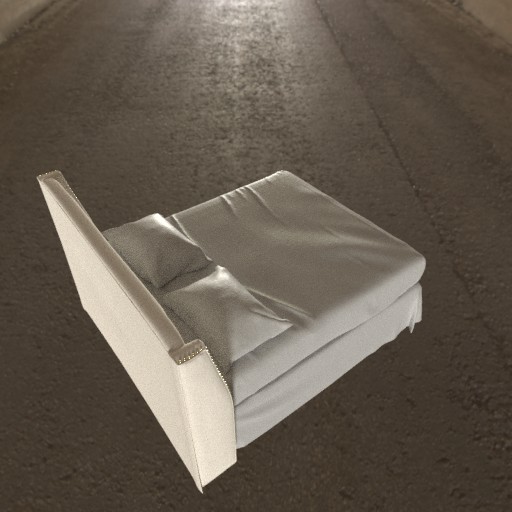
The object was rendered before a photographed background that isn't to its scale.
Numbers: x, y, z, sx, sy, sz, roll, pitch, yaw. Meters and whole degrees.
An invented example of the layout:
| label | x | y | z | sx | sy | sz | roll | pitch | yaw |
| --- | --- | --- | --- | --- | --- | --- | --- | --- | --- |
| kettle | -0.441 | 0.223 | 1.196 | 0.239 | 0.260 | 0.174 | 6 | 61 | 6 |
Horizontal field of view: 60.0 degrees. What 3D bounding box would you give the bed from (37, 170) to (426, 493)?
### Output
| label | x | y | z | sx | sy | sz | roll | pitch | yaw |
| --- | --- | --- | --- | --- | --- | --- | --- | --- | --- |
| bed | 0.000 | 0.000 | 3.321 | 2.276 | 1.332 | 1.925 | -27 | 47 | -27 |
